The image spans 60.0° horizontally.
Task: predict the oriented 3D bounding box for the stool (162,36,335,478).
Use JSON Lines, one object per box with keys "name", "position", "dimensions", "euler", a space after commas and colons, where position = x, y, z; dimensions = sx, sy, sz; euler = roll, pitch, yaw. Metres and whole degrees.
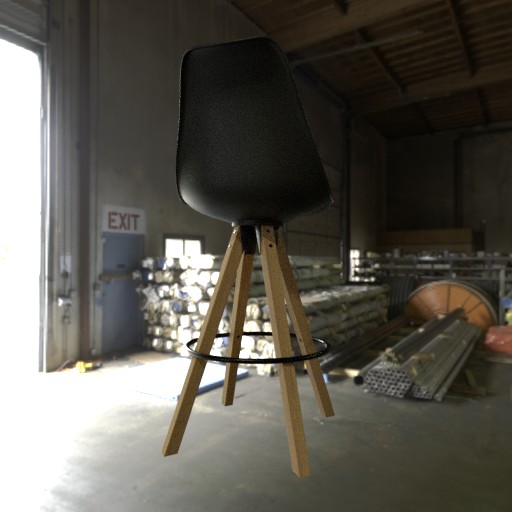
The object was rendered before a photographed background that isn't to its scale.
{"name": "stool", "position": [0.000, 0.000, 1.392], "dimensions": [0.485, 1.115, 0.550], "euler": [0, 0, 18]}
